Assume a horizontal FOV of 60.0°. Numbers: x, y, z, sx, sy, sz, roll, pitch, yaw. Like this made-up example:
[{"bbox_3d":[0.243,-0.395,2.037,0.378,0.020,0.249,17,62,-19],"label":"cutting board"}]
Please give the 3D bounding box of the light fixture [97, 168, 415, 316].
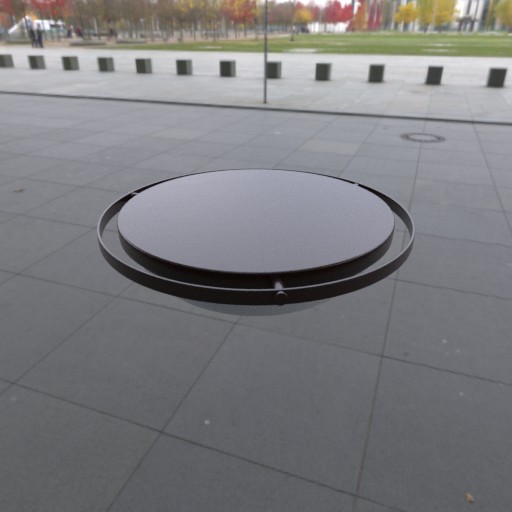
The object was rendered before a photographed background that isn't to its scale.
[{"bbox_3d":[0.000,0.000,0.554,0.361,0.130,0.361,0,27,0],"label":"light fixture"}]
